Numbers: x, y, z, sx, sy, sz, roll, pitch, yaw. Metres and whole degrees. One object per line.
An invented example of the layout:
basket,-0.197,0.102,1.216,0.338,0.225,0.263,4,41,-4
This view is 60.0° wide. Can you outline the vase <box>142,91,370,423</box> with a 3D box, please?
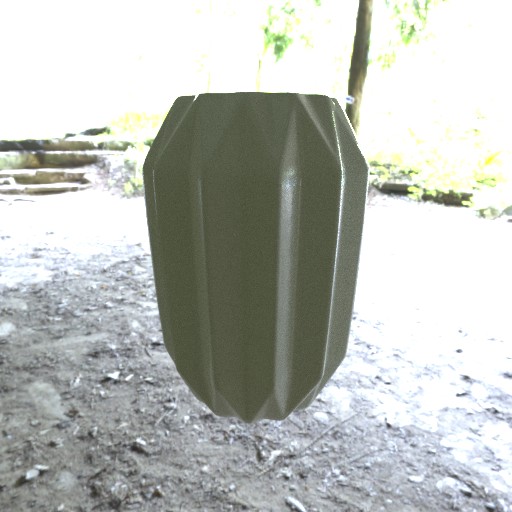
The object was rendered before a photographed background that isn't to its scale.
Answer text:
vase,0.000,0.000,0.408,0.195,0.275,0.195,0,15,0
